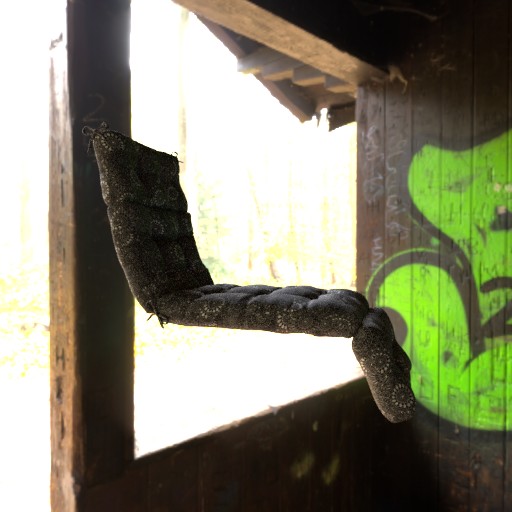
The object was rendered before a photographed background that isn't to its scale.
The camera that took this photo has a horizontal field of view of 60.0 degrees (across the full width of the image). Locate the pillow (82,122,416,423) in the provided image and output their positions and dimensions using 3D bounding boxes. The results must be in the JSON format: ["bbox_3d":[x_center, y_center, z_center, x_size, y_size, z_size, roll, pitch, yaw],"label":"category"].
[{"bbox_3d":[0.000,0.000,1.508,1.016,0.863,0.526,0,1,18],"label":"pillow"}]
